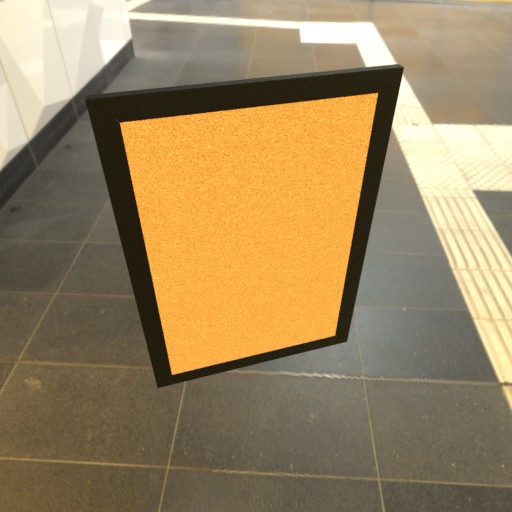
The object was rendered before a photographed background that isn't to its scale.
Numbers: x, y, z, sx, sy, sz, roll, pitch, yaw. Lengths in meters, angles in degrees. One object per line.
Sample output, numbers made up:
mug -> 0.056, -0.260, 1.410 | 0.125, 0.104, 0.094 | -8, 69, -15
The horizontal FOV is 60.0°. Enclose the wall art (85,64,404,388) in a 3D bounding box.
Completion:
wall art -> 0.000, 0.000, 0.589 | 0.326, 0.459, 0.011 | -11, 41, -12
